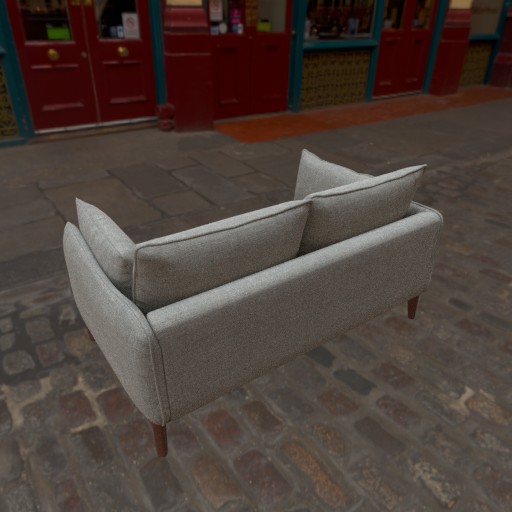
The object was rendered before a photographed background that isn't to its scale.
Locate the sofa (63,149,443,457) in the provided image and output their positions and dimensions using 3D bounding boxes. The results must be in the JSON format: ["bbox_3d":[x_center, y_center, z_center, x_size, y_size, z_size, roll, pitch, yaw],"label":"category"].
[{"bbox_3d":[0.000,0.000,2.128,1.580,0.851,0.972,-19,34,-30],"label":"sofa"}]
